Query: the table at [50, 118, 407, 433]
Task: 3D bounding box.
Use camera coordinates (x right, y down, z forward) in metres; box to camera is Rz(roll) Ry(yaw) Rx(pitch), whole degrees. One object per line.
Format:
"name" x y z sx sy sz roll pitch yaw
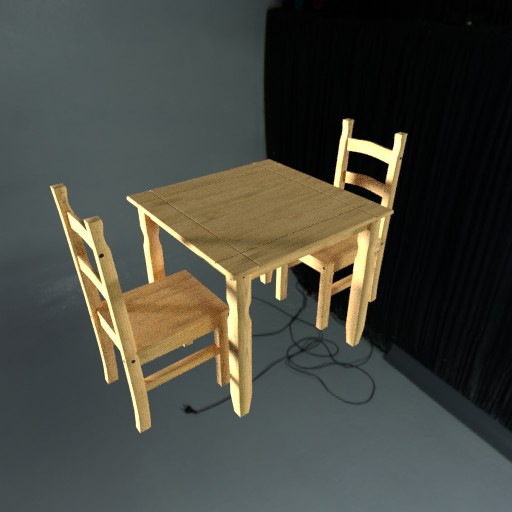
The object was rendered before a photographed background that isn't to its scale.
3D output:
"table" 0.000 0.000 2.030 1.501 0.942 0.813 -22 37 -32
